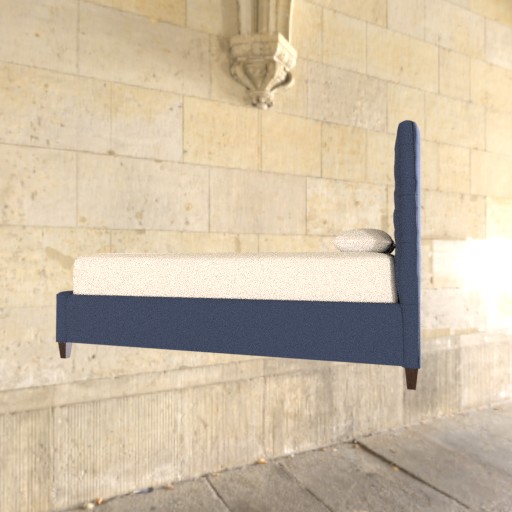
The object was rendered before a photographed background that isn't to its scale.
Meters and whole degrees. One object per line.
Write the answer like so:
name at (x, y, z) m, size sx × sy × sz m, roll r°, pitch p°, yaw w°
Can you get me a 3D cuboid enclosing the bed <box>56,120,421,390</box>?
bed at (0.000, 0.000, 3.489) m, size 2.387 × 1.427 × 1.706 m, roll 0°, pitch 0°, yaw 19°
